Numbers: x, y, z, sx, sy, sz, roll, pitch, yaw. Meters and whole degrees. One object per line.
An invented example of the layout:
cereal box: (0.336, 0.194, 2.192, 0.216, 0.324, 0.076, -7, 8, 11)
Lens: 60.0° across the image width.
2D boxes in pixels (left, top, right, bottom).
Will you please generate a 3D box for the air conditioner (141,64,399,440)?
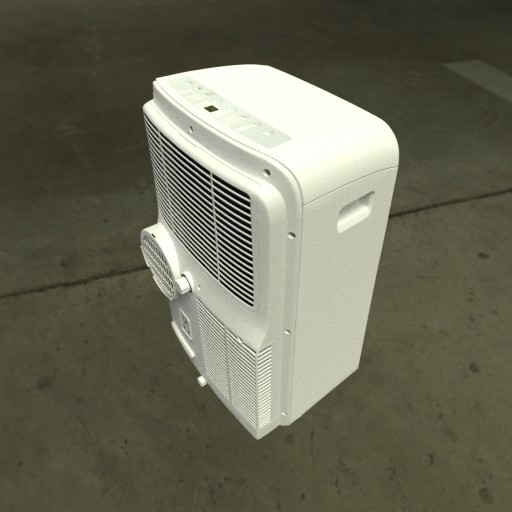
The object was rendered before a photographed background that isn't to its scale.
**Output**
air conditioner: (0.000, 0.000, 0.952, 0.365, 0.700, 0.454, -26, 48, -26)
